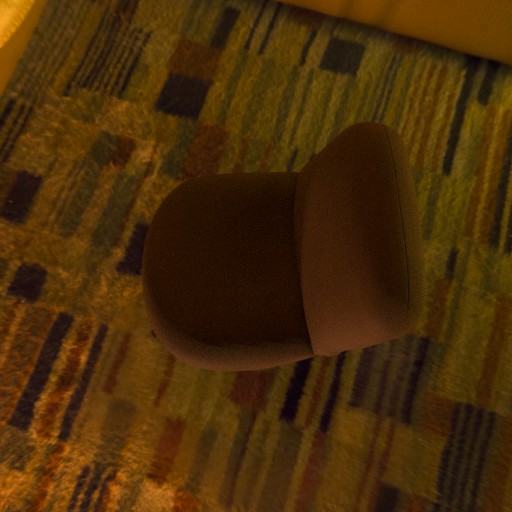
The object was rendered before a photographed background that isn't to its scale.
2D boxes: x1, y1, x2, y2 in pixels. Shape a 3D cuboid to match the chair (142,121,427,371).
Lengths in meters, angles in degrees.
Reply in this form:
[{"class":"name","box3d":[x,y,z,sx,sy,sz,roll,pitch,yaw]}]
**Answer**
[{"class":"chair","box3d":[0.000,0.000,1.032,0.597,0.594,0.521,-3,77,-1]}]
